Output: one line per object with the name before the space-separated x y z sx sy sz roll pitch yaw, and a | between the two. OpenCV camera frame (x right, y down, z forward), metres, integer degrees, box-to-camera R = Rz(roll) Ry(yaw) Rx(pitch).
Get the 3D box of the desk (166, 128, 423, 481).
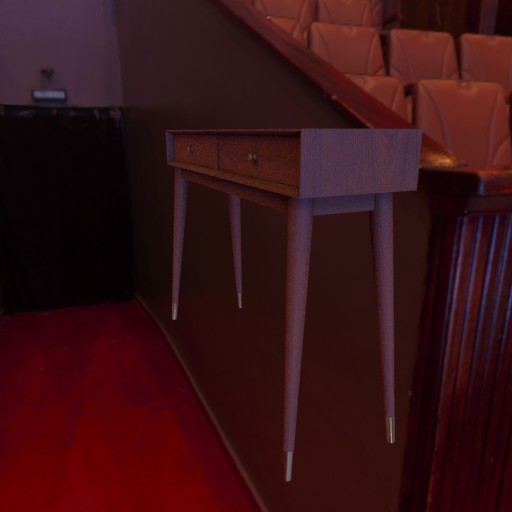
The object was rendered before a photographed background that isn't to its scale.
desk | 0.000 0.000 1.672 0.384 0.917 1.204 -7 17 -24
